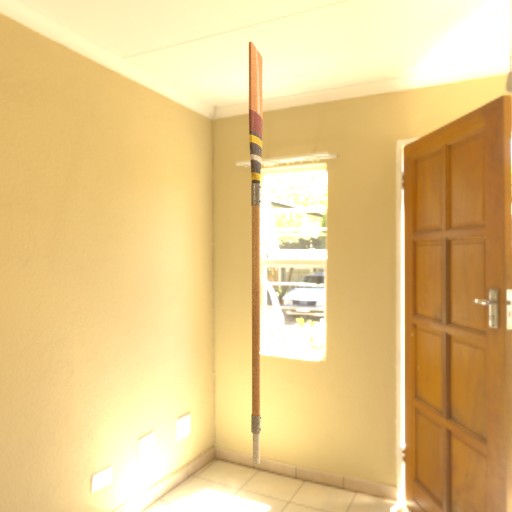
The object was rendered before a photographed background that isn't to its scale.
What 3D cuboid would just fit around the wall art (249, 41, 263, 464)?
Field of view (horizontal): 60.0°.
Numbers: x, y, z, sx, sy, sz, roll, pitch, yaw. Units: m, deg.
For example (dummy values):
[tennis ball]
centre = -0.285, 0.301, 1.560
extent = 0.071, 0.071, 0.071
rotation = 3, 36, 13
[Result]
[wall art]
centre = 0.000, 0.000, 1.665
extent = 0.038, 1.556, 0.146
rotation = 0, 0, 17
